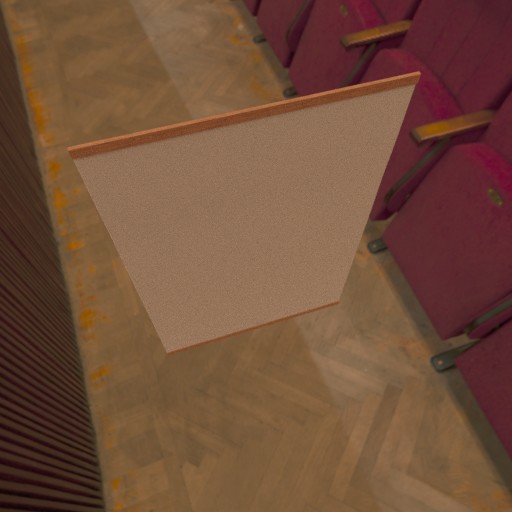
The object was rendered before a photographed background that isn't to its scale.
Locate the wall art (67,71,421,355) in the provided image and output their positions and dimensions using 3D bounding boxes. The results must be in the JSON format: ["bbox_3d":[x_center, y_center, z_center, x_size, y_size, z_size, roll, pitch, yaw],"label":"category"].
[{"bbox_3d":[0.000,0.000,1.865,1.019,1.527,0.019,-15,59,-9],"label":"wall art"}]
